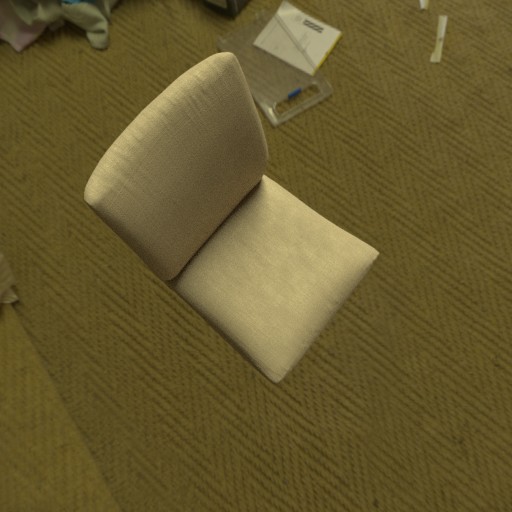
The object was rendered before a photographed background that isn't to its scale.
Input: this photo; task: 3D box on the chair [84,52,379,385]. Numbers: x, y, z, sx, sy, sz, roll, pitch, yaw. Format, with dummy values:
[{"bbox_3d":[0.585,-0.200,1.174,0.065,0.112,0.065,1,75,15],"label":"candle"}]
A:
[{"bbox_3d":[0.000,0.000,1.282,0.585,0.940,0.496,38,79,9],"label":"chair"}]
